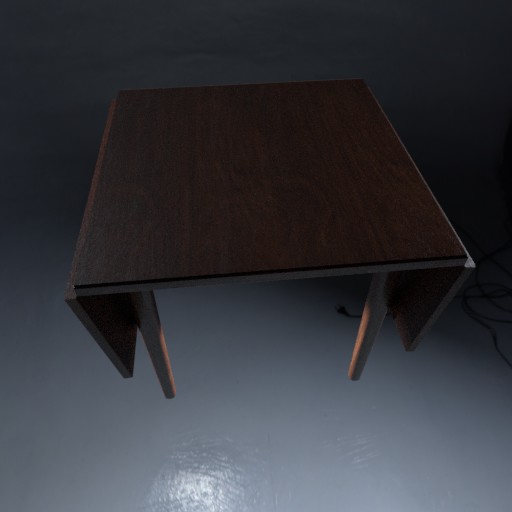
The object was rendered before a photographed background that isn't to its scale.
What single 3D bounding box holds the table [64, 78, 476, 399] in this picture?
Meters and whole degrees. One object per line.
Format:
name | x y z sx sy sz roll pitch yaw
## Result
table | 0.000 0.000 1.426 0.843 0.763 0.812 -4 47 -4
